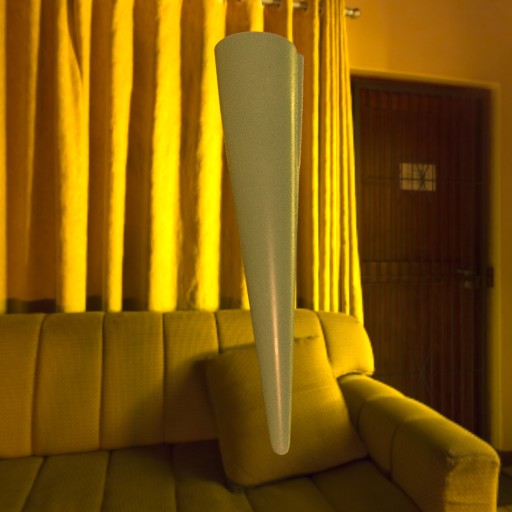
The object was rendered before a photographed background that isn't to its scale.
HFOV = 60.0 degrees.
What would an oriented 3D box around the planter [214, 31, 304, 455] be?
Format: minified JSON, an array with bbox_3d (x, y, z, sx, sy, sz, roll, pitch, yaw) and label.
[{"bbox_3d":[0.000,0.000,0.290,0.055,0.268,0.054,0,-1,-34],"label":"planter"}]
